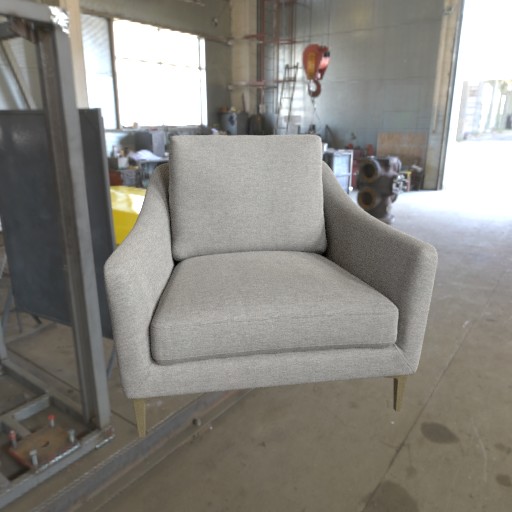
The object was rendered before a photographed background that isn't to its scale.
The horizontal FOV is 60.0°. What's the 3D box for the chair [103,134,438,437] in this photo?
[{"bbox_3d":[0.000,0.000,1.738,0.986,0.902,0.961,-3,17,-8],"label":"chair"}]
